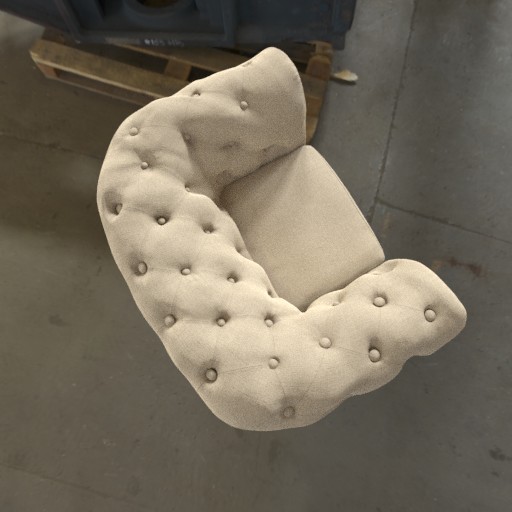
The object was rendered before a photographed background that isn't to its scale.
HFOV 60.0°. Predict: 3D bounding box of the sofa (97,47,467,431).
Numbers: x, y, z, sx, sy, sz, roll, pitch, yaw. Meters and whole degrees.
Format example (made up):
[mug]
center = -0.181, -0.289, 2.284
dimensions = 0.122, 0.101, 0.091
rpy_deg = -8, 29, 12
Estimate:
[sofa]
center = 0.000, 0.000, 2.001
dimensions = 1.034, 0.878, 1.405
rpy_deg = -30, 78, -7
